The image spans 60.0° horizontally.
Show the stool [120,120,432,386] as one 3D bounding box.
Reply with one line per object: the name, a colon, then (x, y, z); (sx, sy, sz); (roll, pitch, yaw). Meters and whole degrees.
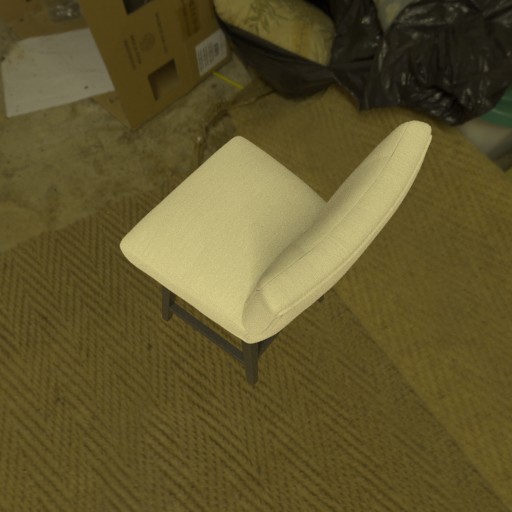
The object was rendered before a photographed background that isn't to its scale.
stool: (0.000, 0.000, 1.295); (0.574, 1.000, 0.514); (36, 69, 17)
